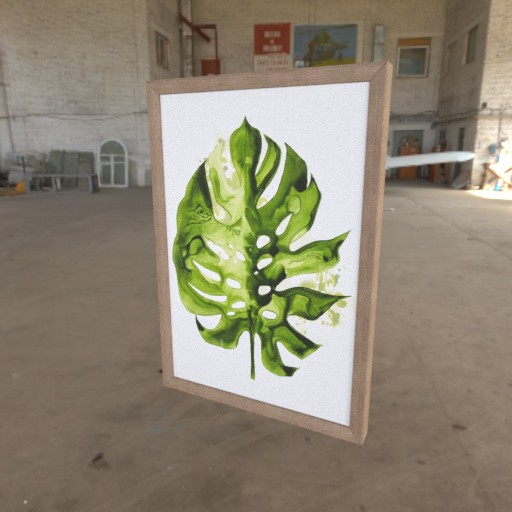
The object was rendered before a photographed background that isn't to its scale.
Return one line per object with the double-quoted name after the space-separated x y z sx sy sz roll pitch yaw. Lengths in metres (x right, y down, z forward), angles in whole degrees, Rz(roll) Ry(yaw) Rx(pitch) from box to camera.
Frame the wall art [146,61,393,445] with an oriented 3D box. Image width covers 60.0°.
0.000 0.000 0.662 0.356 0.509 0.031 7 16 26 "wall art"
